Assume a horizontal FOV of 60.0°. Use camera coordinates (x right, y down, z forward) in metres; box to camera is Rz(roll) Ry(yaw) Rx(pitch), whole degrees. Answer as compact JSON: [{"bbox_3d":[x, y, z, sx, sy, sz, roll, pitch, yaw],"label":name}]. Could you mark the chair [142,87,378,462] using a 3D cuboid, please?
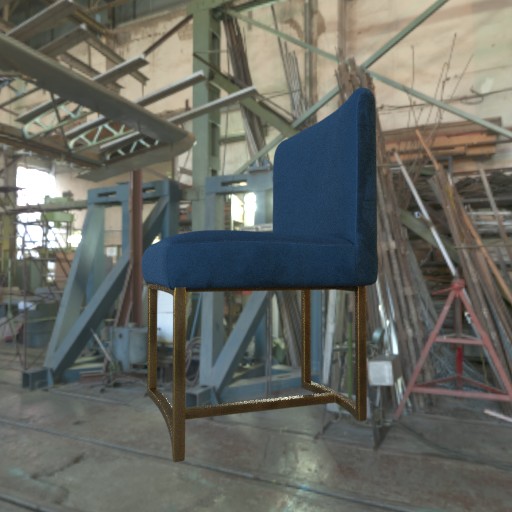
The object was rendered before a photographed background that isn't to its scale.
[{"bbox_3d":[0.000,0.000,1.195,0.560,0.824,0.530,1,-2,-19],"label":"chair"}]
